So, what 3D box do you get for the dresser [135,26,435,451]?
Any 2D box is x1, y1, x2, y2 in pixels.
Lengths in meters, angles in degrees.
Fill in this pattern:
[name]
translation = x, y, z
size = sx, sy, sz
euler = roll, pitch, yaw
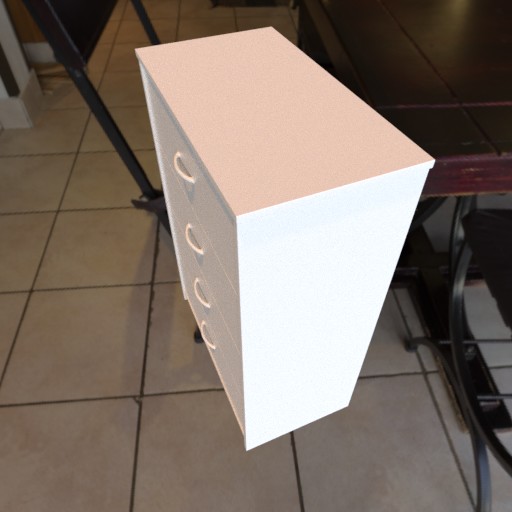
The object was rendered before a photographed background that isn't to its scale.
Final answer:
[dresser]
translation = 0.000, 0.000, 1.337
size = 0.401, 1.021, 0.704
euler = -18, 49, -16
